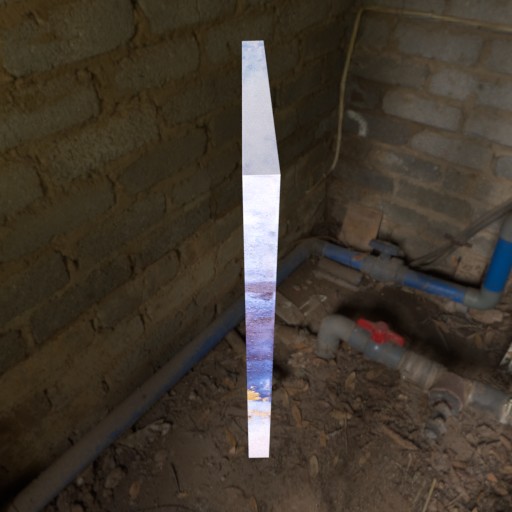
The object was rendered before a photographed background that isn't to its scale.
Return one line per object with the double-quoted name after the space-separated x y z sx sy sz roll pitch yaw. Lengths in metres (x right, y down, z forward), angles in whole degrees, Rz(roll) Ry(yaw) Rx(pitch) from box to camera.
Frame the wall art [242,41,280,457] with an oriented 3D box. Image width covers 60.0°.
0.000 0.000 0.771 0.036 0.581 0.437 -1 41 -1 "wall art"
